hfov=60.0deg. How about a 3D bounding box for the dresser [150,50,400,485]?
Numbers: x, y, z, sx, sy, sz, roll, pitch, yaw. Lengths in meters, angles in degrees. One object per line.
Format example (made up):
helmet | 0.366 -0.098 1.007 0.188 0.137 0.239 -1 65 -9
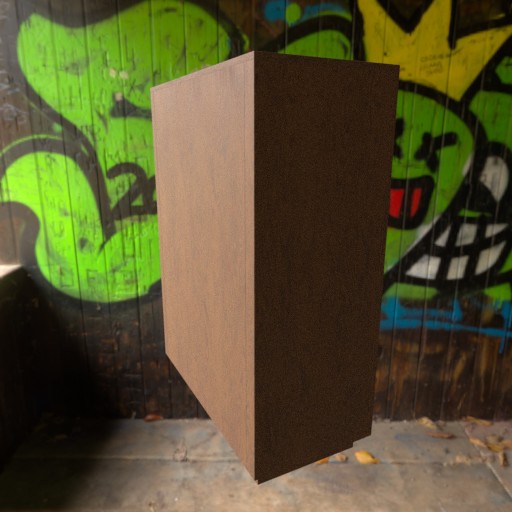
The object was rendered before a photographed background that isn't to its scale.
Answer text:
dresser | 0.000 0.000 1.768 0.516 1.320 0.964 -8 17 -27
